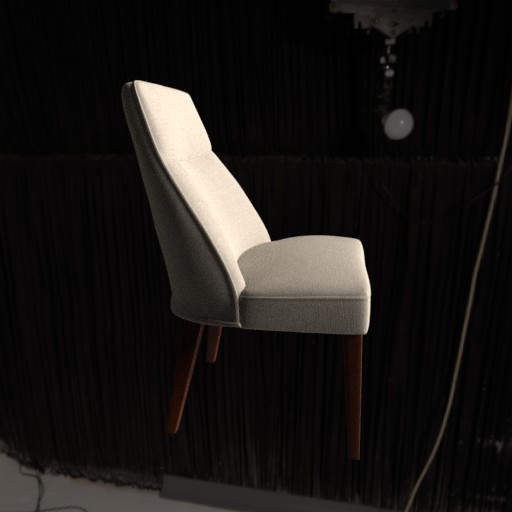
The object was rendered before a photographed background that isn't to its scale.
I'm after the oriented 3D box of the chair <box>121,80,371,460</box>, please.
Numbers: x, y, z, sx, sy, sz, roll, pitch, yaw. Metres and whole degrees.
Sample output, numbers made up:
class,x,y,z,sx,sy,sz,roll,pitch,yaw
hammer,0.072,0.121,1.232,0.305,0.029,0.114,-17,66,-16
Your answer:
class,x,y,z,sx,sy,sz,roll,pitch,yaw
chair,0.000,0.000,1.272,0.620,0.930,0.500,3,16,10
